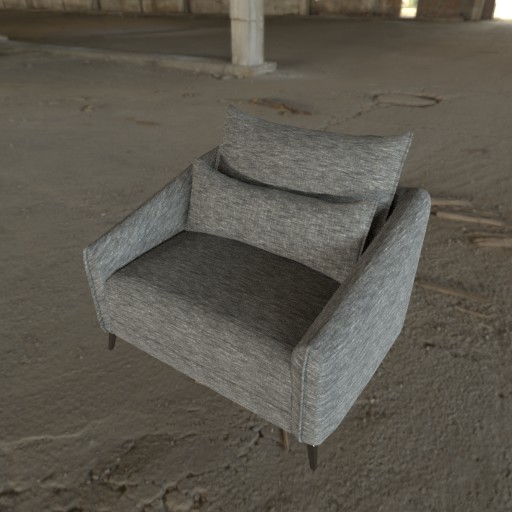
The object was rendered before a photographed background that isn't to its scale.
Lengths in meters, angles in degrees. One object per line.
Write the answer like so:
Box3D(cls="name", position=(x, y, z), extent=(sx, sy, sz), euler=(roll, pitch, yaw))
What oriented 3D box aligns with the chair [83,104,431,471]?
Box3D(cls="chair", position=(0.000, 0.000, 1.595), extent=(1.004, 0.842, 0.805), euler=(19, 36, 29))
